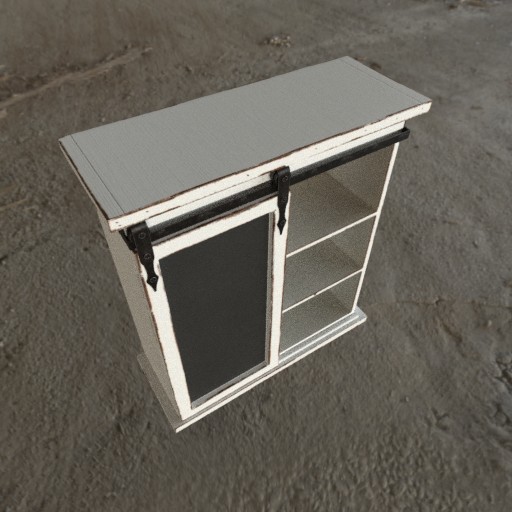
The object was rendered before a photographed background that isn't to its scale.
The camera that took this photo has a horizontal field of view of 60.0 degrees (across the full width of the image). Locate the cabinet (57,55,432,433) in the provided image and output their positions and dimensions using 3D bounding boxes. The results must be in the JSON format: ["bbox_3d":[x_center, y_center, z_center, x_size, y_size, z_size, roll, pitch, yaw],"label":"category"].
[{"bbox_3d":[0.000,0.000,0.889,0.541,0.603,0.210,-25,51,-22],"label":"cabinet"}]
